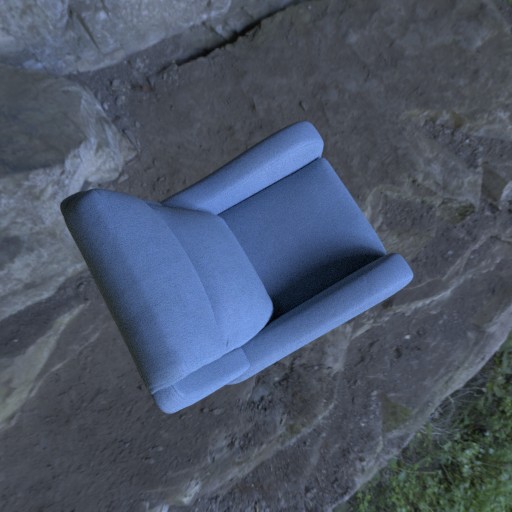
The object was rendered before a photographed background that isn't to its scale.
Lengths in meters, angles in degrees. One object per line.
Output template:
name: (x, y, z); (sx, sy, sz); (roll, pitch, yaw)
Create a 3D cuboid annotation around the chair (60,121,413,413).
chair: (0.000, 0.000, 1.730); (0.988, 1.067, 0.785); (-29, 77, -7)
